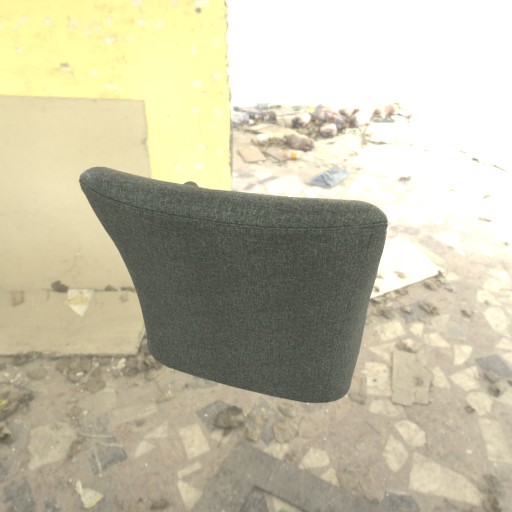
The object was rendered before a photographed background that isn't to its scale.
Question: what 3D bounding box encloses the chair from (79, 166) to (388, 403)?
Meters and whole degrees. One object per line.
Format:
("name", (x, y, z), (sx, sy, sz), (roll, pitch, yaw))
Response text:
("chair", (0.000, 0.000, 1.604), (0.864, 0.856, 0.923), (10, 34, 15))
